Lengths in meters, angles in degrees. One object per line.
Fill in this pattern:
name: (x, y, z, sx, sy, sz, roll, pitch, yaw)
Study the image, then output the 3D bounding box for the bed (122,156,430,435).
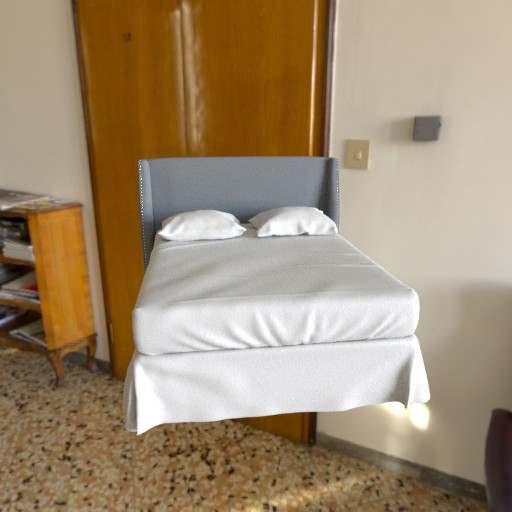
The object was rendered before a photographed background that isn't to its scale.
bed: (0.000, 0.000, 3.398, 1.925, 1.332, 2.276, -2, 17, -8)
